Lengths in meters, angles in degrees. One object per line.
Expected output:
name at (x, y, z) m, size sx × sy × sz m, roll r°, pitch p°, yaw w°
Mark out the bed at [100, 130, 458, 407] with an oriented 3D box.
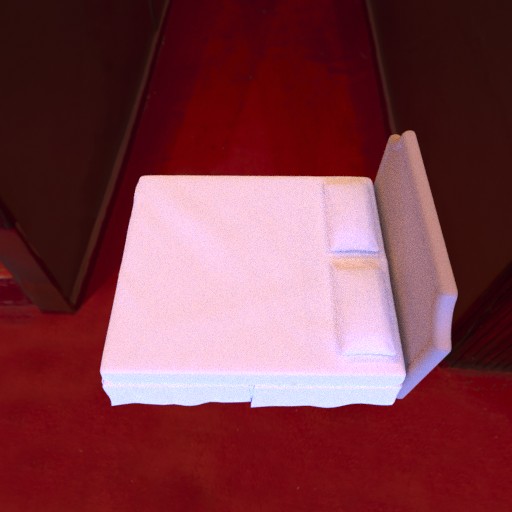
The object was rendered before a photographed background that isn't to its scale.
bed at (0.000, 0.000, 4.109) m, size 2.773 × 1.590 × 2.350 m, roll 0°, pitch 57°, yaw 0°
